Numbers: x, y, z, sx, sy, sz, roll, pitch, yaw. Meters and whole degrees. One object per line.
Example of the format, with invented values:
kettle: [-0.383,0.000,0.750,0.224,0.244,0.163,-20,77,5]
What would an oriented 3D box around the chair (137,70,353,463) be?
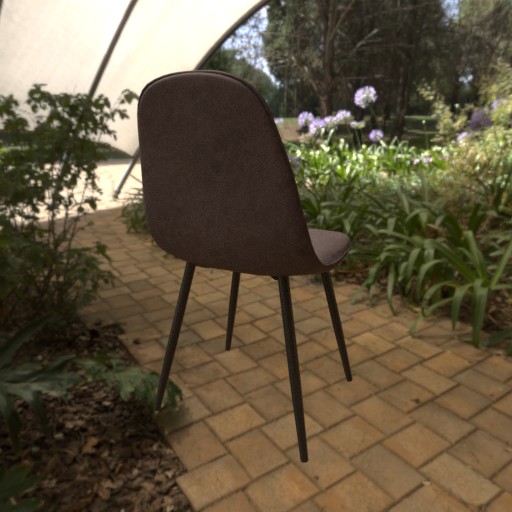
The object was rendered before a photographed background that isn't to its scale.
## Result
chair: [0.000,0.000,1.213,0.472,0.889,0.561,8,18,26]
